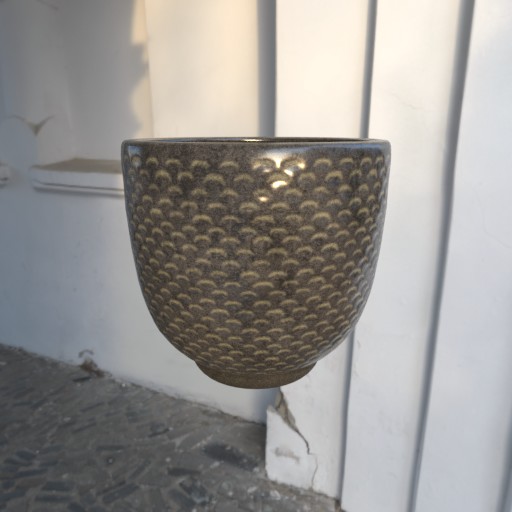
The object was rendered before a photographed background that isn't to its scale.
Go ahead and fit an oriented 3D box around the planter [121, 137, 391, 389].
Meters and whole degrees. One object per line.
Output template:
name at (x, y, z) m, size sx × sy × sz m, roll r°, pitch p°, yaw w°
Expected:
planter at (0.000, 0.000, 0.313) m, size 0.172 × 0.160 × 0.172 m, roll 0°, pitch 16°, yaw 0°
